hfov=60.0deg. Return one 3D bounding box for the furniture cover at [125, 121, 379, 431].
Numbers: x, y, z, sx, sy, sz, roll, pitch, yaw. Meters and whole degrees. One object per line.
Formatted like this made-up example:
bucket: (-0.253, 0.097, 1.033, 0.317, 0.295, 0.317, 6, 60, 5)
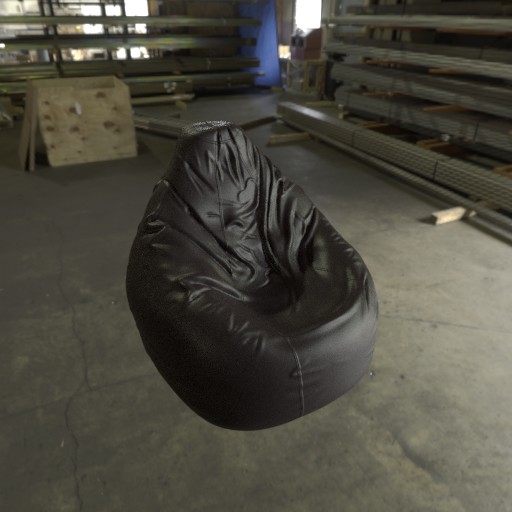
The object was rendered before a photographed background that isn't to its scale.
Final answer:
furniture cover: (0.000, 0.000, 1.866, 1.070, 0.990, 1.070, -21, 35, -33)
